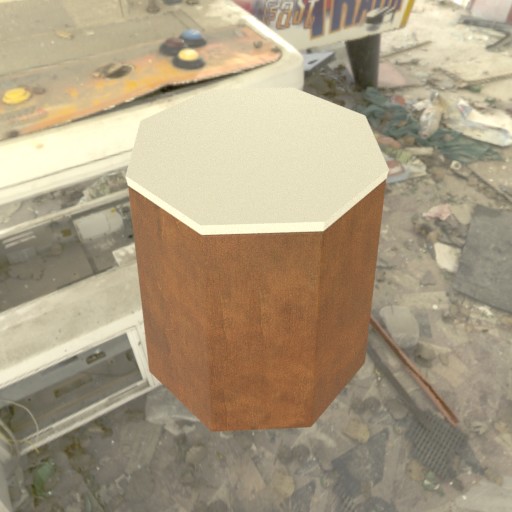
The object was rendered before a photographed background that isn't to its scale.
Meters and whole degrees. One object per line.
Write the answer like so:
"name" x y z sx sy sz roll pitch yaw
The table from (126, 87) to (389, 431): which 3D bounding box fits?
"table" 0.000 0.000 0.789 0.439 0.457 0.439 -3 46 -3
